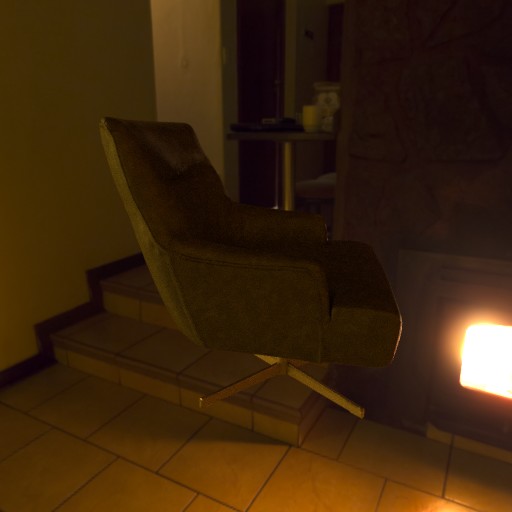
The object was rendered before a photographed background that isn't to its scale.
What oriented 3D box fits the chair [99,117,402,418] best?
[{"bbox_3d":[0.000,0.000,1.479,0.874,0.870,0.738,2,16,8],"label":"chair"}]
